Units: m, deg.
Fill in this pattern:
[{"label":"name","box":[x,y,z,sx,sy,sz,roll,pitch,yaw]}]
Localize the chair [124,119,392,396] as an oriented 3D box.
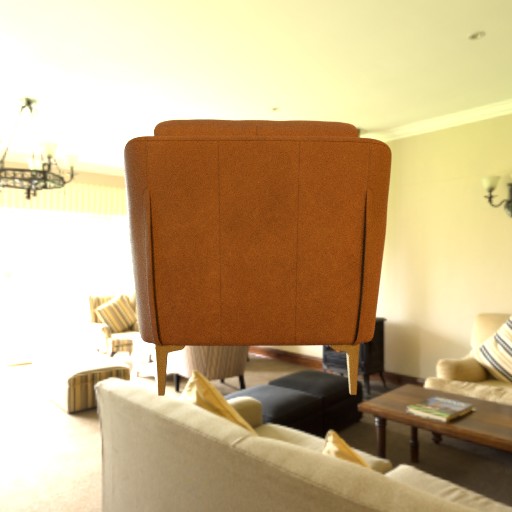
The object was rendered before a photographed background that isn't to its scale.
[{"label":"chair","box":[0.000,0.000,1.733,0.988,0.895,0.963,0,-1,-1]}]
